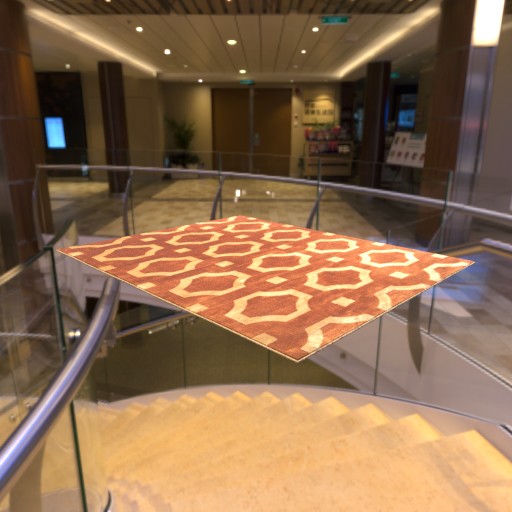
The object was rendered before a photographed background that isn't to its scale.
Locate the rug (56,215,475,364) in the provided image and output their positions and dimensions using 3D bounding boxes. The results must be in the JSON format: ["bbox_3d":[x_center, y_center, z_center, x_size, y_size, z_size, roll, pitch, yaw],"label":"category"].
[{"bbox_3d":[0.000,0.000,4.133,3.049,0.021,2.466,15,22,43],"label":"rug"}]
